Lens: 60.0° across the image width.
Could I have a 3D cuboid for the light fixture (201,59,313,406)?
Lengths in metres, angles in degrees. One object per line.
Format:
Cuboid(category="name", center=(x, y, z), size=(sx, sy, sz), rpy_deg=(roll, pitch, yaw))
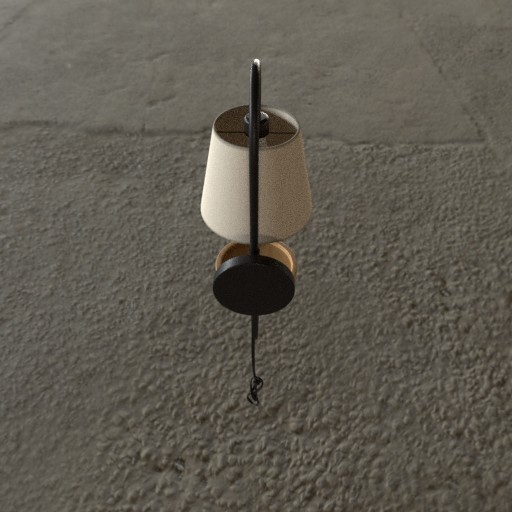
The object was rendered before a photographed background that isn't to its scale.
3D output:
Cuboid(category="light fixture", center=(0.000, 0.000, 0.922), size=(0.220, 0.821, 0.299), rpy_deg=(1, 46, 1))
